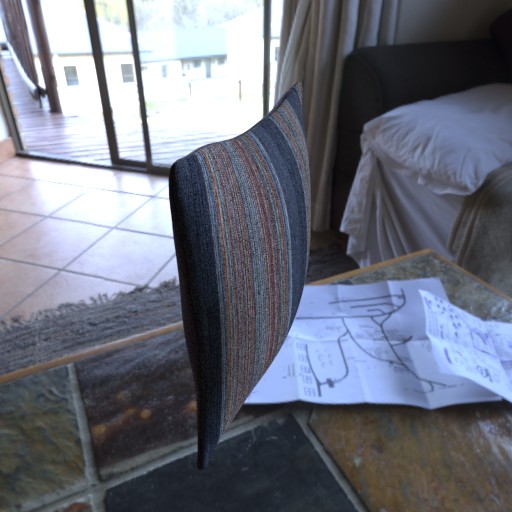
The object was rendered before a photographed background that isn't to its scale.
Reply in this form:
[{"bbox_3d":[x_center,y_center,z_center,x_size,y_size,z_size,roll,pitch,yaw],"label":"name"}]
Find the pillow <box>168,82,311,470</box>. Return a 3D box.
[{"bbox_3d":[0.000,0.000,0.648,0.136,0.419,0.437,10,32,16],"label":"pillow"}]
